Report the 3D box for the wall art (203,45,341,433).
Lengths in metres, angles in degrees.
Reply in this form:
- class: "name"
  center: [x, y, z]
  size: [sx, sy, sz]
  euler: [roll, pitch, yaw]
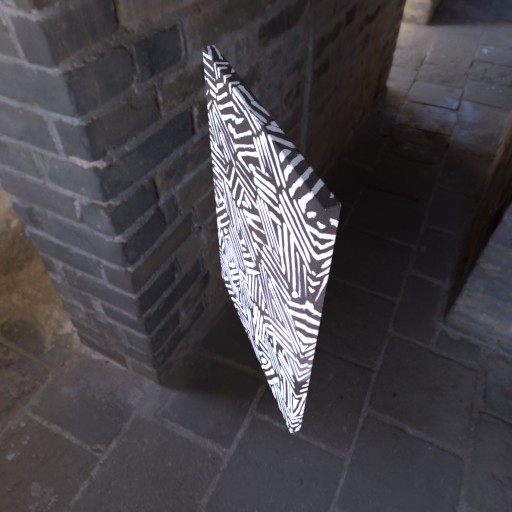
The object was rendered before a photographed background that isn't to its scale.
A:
- class: "wall art"
  center: [0.000, 0.000, 1.407]
  size: [0.038, 1.017, 0.765]
  euler: [-16, 49, -14]
